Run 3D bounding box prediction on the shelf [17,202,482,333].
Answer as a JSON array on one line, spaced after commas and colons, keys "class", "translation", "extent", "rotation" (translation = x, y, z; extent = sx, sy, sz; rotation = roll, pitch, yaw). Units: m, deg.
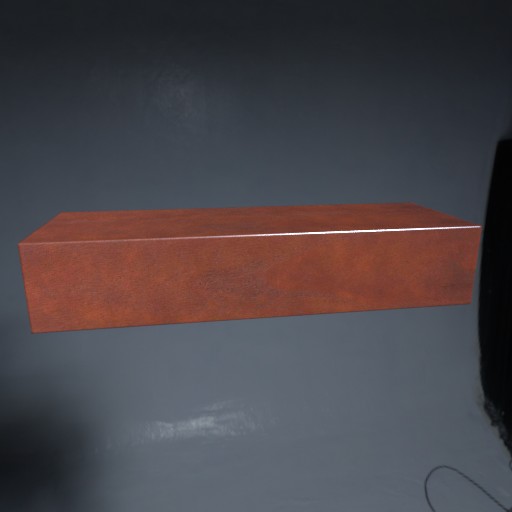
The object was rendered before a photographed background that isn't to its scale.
[{"class": "shelf", "translation": [0.000, 0.000, 0.516], "extent": [0.457, 0.088, 0.152], "rotation": [-3, 17, -9]}]
